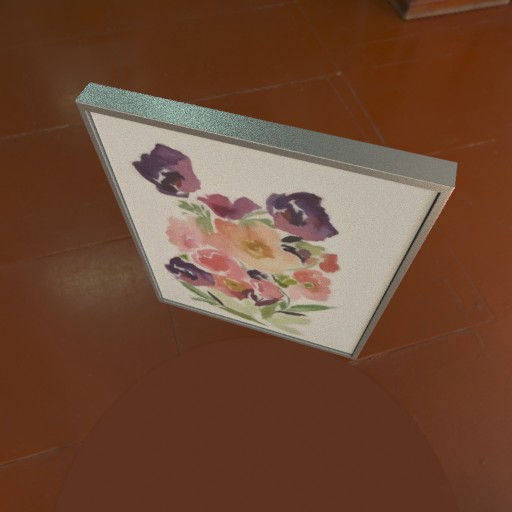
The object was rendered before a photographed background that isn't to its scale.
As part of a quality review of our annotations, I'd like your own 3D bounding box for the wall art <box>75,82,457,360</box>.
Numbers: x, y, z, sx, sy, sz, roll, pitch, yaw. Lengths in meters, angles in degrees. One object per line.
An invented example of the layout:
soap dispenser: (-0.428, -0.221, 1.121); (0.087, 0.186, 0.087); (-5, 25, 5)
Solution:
wall art: (0.000, 0.000, 0.746); (0.452, 0.549, 0.038); (15, 59, 9)
